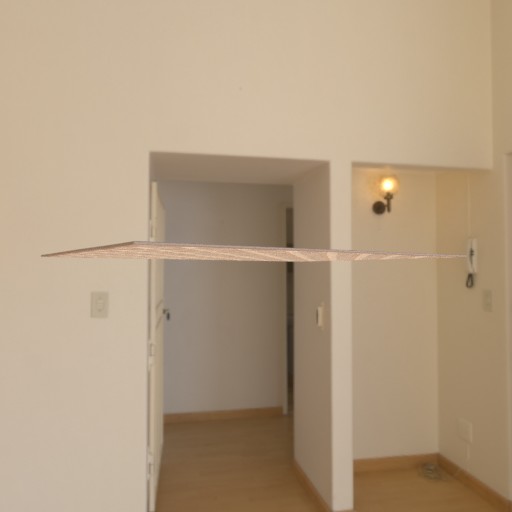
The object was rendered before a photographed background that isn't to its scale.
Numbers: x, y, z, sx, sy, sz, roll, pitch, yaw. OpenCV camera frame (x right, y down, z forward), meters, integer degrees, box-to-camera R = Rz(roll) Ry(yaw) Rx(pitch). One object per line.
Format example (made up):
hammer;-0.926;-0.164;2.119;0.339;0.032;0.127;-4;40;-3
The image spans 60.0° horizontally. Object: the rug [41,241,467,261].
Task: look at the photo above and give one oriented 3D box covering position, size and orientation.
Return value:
rug;0.000;0.000;2.871;2.260;0.013;1.600;2;-3;-37
